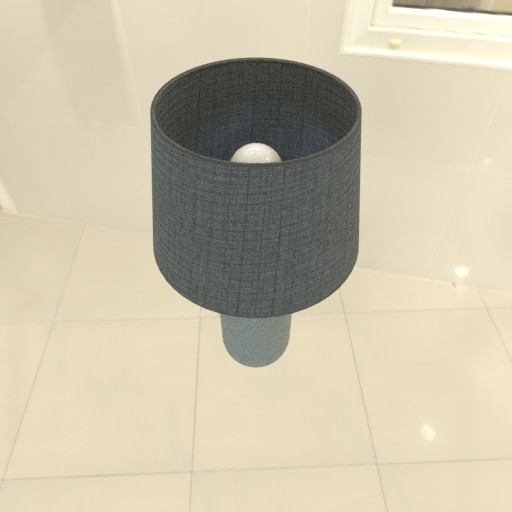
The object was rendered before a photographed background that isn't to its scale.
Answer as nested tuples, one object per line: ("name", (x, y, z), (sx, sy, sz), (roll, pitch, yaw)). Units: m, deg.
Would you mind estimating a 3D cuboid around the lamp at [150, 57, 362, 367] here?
("lamp", (0.000, 0.000, 0.578), (0.251, 0.429, 0.251), (0, 47, 0))
